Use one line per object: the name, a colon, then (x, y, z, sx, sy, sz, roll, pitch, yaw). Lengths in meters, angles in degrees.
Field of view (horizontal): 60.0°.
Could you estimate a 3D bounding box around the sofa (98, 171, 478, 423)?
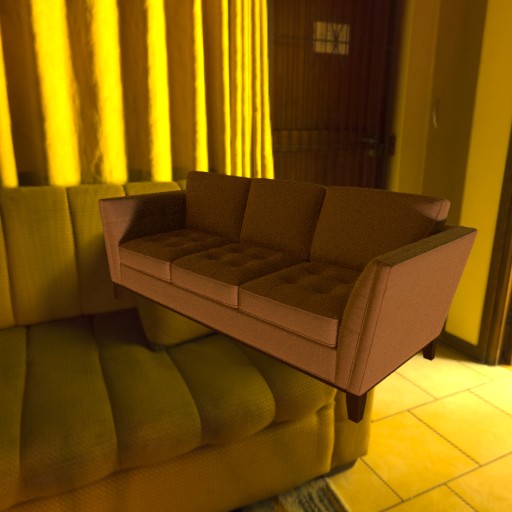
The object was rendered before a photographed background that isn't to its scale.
sofa: (0.000, 0.000, 2.916, 2.388, 0.940, 0.965, 15, 22, 42)
